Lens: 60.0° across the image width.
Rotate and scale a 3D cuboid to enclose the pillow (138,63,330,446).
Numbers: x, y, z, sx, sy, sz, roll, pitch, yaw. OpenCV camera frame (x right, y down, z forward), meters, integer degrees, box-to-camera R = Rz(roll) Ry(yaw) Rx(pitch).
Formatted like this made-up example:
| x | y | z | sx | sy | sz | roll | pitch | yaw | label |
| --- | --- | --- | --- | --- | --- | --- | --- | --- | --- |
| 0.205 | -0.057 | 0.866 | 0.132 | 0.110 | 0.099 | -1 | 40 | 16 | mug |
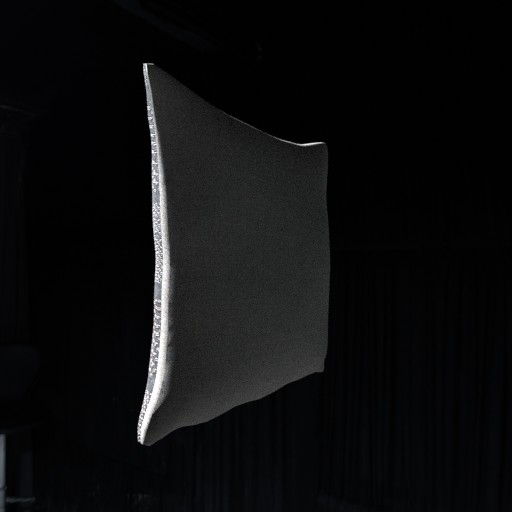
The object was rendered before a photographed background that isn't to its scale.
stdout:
| x | y | z | sx | sy | sz | roll | pitch | yaw | label |
| --- | --- | --- | --- | --- | --- | --- | --- | --- | --- |
| 0.000 | 0.000 | 0.670 | 0.138 | 0.432 | 0.435 | -1 | -1 | 36 | pillow |
